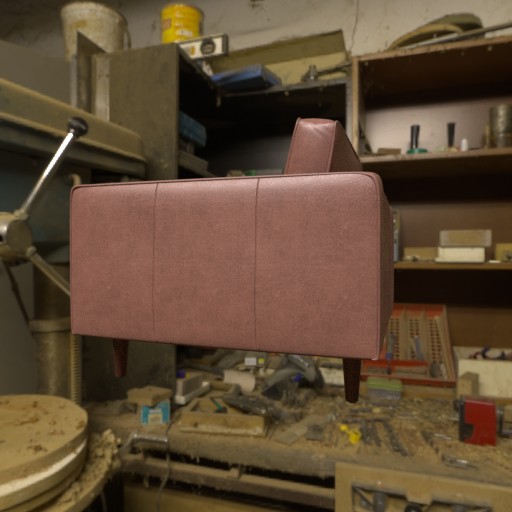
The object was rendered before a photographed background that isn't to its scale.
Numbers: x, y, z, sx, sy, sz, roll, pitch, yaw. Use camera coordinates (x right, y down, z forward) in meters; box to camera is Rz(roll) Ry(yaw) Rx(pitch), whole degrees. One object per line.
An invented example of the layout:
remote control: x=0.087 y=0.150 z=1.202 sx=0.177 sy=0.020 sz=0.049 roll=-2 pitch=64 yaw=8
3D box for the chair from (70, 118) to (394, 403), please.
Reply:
chair: x=0.000 y=0.000 z=1.550 sx=0.900 sy=0.770 sz=0.920 roll=0 pitch=1 yaw=19
